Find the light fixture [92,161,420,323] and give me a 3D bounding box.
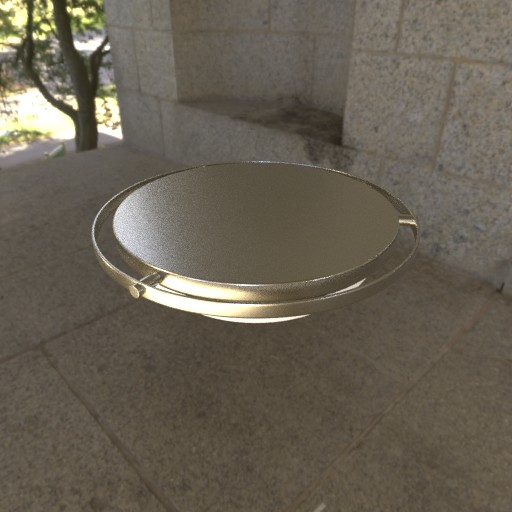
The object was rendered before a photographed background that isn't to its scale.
[{"bbox_3d":[0.000,0.000,0.541,0.361,0.130,0.361,0,30,0],"label":"light fixture"}]
